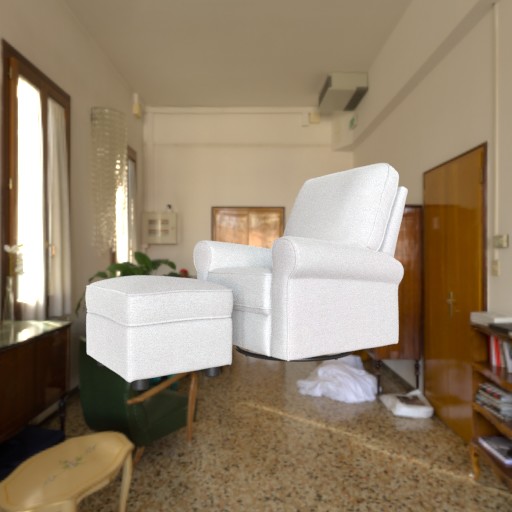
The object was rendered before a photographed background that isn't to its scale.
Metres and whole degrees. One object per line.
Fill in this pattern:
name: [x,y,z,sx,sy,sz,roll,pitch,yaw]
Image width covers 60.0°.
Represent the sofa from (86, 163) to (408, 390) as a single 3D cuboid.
sofa: [0.000,0.000,2.151,1.478,0.959,0.880,0,0,-36]
